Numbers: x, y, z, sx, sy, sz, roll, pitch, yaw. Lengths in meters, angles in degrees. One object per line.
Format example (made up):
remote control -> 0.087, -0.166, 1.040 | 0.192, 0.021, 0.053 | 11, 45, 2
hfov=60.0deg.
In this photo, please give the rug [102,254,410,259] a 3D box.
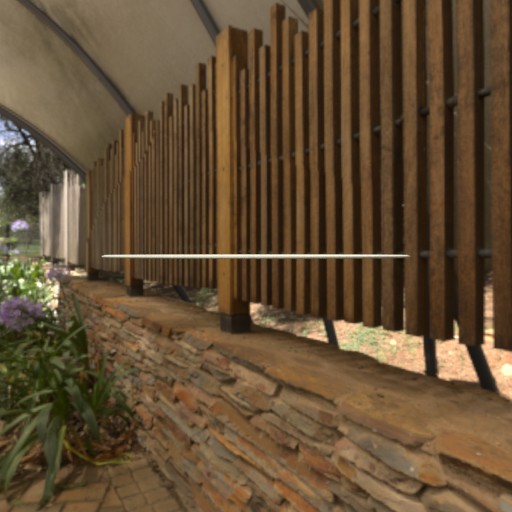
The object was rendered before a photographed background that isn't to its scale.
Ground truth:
rug -> 0.000, 0.000, 2.423 | 1.593, 0.012, 1.593 | 0, 0, 0
